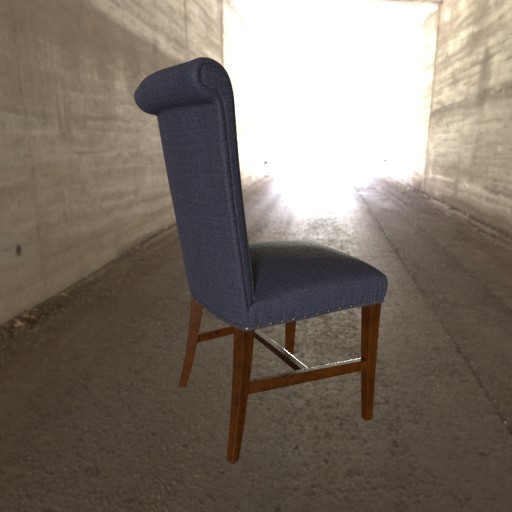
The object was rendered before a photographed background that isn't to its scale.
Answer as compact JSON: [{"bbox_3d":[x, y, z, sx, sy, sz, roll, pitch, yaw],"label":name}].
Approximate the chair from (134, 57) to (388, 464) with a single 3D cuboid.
[{"bbox_3d":[0.000,0.000,1.325,0.608,0.988,0.513,-7,15,-26],"label":"chair"}]
